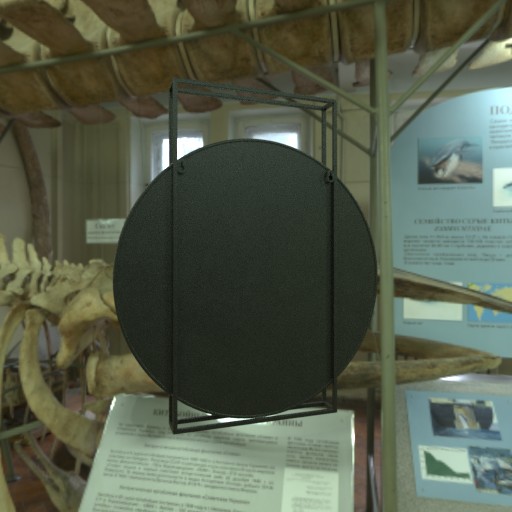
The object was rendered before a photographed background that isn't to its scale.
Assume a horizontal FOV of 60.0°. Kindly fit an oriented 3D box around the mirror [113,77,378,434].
[{"bbox_3d":[0.000,0.000,0.825,0.508,0.603,0.051,0,0,-20],"label":"mirror"}]
